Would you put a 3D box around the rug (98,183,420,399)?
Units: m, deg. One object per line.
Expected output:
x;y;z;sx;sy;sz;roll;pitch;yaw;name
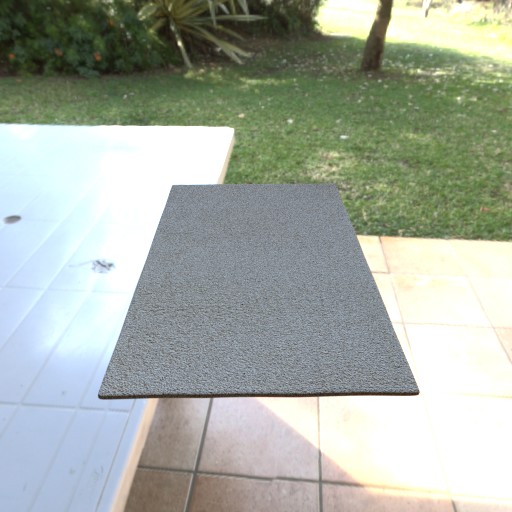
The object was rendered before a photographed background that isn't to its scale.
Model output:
0.000;0.000;3.105;1.524;0.030;2.438;0;33;-1;rug
